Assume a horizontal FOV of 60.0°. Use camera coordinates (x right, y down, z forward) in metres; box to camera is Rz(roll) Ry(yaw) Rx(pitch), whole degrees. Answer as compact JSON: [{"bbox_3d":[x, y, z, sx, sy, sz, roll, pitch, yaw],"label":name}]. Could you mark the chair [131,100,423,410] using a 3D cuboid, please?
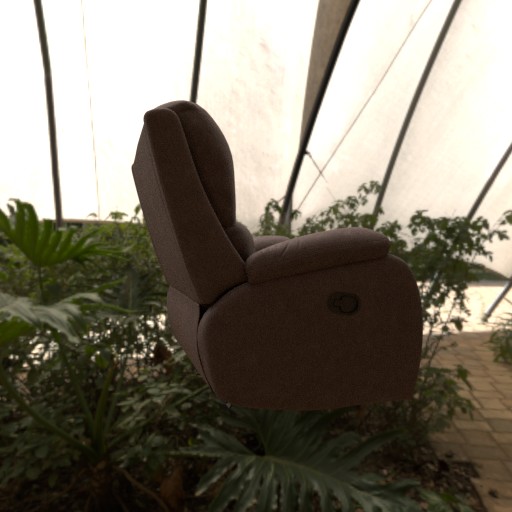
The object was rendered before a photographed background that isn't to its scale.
[{"bbox_3d":[0.000,0.000,1.726,0.899,1.011,0.930,0,1,-18],"label":"chair"}]
